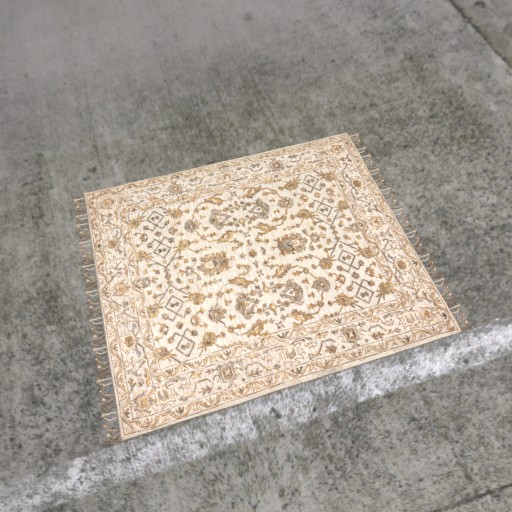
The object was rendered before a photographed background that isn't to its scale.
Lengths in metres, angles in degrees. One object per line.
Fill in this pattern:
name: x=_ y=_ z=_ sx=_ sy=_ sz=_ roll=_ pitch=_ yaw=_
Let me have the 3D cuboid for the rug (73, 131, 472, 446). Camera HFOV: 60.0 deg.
rug: x=0.000 y=0.000 z=4.044 sx=3.061 sy=0.034 sz=2.426 roll=-15 pitch=60 yaw=-9
